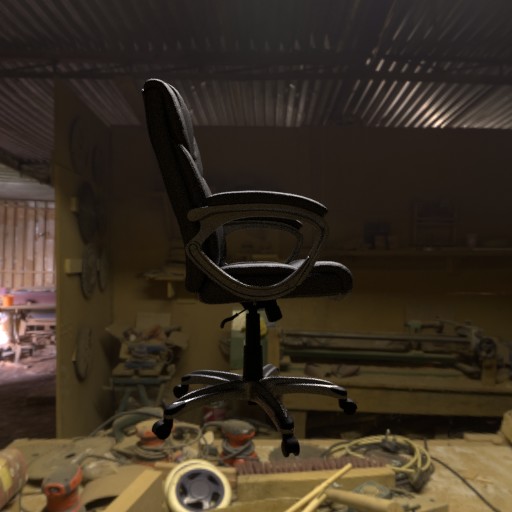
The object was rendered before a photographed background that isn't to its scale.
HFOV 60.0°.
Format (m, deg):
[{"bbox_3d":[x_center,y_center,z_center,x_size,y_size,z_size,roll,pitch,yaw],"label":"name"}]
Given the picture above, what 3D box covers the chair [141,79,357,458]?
[{"bbox_3d":[0.000,0.000,1.583,0.719,1.130,0.721,0,0,0],"label":"chair"}]
